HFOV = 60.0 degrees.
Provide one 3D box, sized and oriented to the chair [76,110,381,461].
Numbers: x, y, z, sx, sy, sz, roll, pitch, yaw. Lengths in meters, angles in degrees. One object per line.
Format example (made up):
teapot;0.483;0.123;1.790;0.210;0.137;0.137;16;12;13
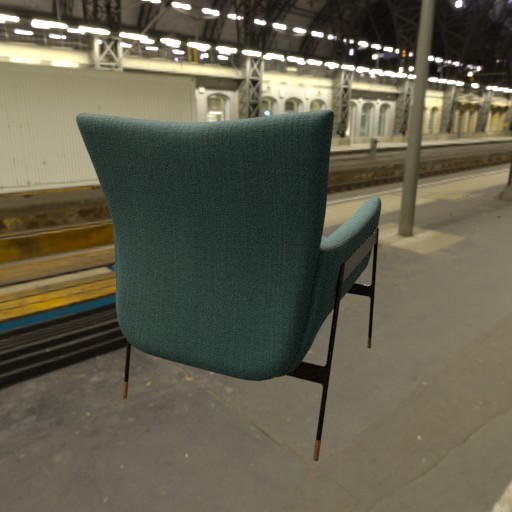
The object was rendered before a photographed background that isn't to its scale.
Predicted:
chair;0.000;0.000;1.413;0.678;0.859;0.769;8;18;24
